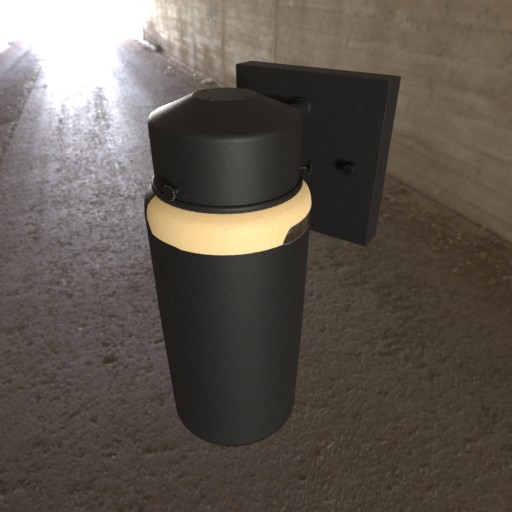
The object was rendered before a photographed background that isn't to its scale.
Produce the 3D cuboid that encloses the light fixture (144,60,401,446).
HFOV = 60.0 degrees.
[{"bbox_3d":[0.000,0.000,0.350,0.130,0.257,0.176,20,37,29],"label":"light fixture"}]
